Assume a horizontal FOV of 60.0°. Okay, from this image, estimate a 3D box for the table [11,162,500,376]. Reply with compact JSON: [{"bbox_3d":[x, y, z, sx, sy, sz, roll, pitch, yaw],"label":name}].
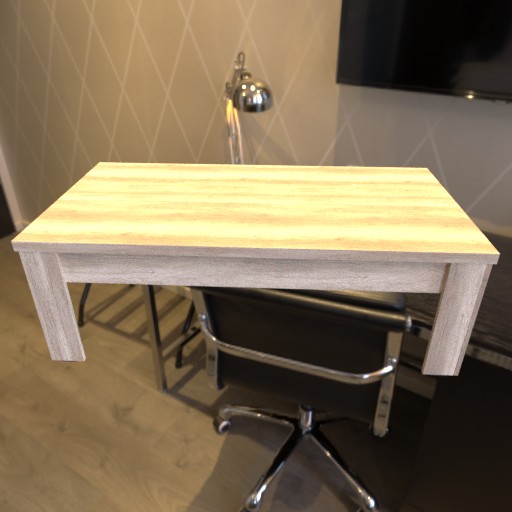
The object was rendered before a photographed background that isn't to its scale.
[{"bbox_3d":[0.000,0.000,1.639,1.350,0.460,0.700,2,30,3],"label":"table"}]
